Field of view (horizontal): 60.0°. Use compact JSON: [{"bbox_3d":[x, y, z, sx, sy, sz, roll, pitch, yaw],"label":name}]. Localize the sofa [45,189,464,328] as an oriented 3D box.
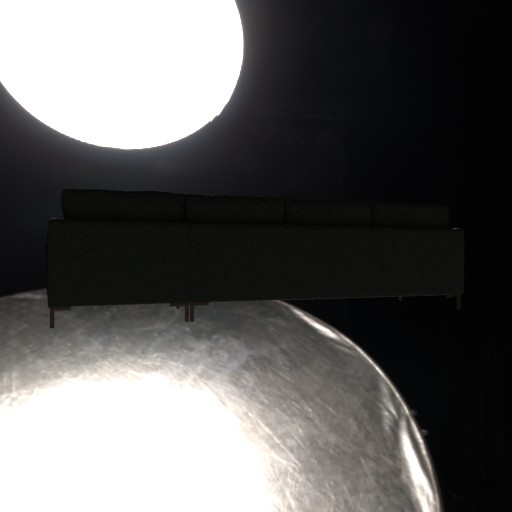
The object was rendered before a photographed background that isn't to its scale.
[{"bbox_3d":[0.000,0.000,3.287,2.725,0.756,1.255,0,0,-18],"label":"sofa"}]
